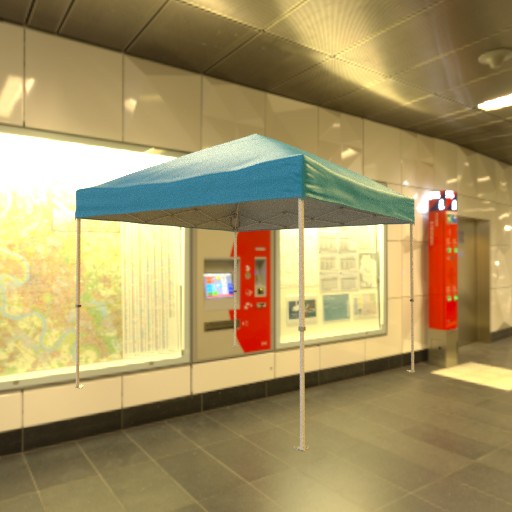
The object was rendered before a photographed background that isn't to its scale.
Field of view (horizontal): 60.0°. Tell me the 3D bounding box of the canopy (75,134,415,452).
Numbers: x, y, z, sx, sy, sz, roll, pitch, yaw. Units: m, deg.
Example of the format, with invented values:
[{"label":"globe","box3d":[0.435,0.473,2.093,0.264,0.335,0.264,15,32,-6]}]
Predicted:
[{"label":"canopy","box3d":[0.000,0.000,5.420,2.996,2.997,2.998,0,-1,35]}]
